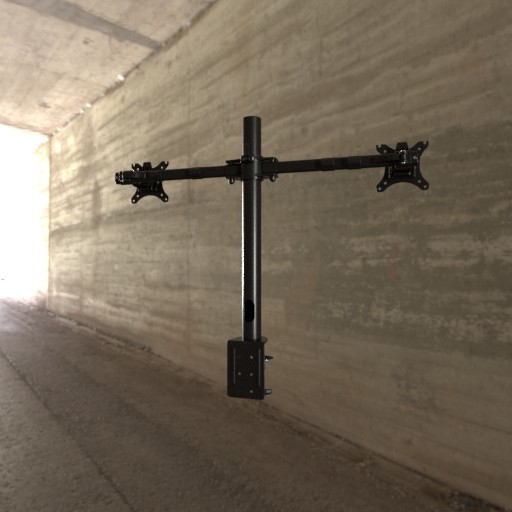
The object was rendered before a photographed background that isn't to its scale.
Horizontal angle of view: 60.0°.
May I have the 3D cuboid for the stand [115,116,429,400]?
[{"bbox_3d":[0.000,0.000,1.001,0.743,0.603,0.150,0,-1,17],"label":"stand"}]
